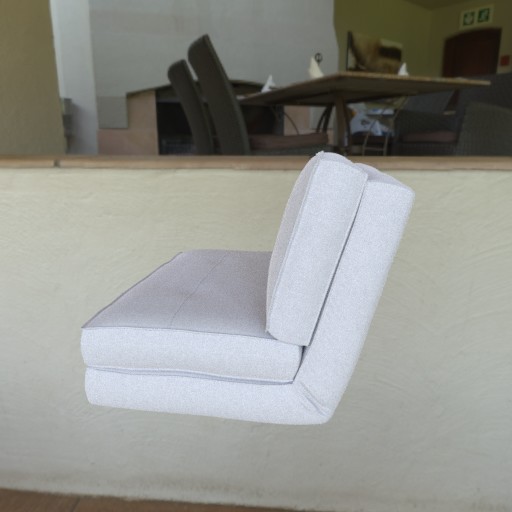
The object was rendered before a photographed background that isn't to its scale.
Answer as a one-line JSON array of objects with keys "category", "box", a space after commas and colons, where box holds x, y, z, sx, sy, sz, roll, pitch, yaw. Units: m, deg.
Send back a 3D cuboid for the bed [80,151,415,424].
[{"category": "bed", "box": [0.000, 0.000, 1.327, 0.749, 0.614, 0.799, 2, 14, 9]}]
